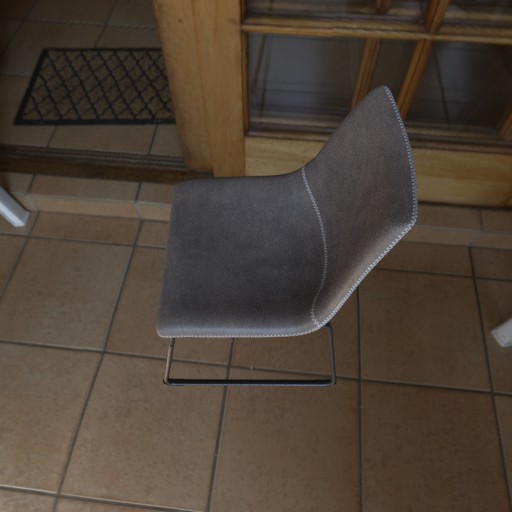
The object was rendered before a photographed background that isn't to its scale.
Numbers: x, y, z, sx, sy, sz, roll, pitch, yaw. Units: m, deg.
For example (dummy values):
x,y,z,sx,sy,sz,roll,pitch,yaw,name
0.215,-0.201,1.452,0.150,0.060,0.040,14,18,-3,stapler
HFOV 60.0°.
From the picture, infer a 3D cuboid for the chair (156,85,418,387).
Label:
x,y,z,sx,sy,sz,roll,pitch,yaw,name
0.000,0.000,1.114,0.550,0.780,0.460,0,59,0,chair
